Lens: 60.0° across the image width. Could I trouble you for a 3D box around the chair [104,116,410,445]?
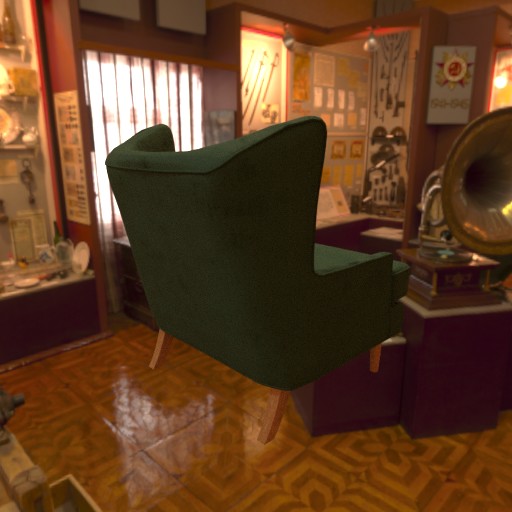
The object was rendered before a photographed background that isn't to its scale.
[{"bbox_3d":[0.000,0.000,1.640,0.910,0.952,0.793,-13,20,-42],"label":"chair"}]
